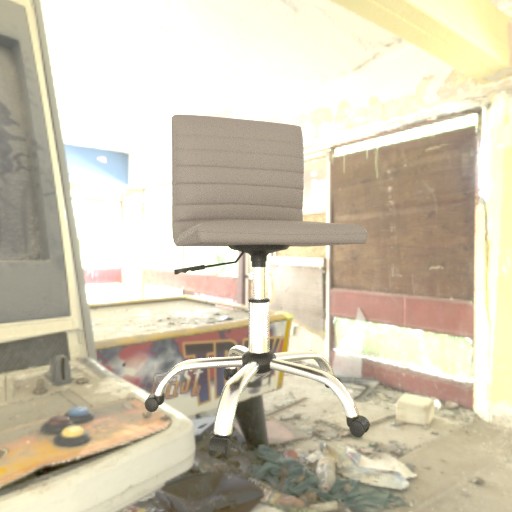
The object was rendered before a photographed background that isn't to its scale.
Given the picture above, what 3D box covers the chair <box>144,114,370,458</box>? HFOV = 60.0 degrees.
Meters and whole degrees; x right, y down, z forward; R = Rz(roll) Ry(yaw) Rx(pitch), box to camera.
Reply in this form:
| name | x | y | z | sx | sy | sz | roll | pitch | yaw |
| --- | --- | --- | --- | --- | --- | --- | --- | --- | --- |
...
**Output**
| name | x | y | z | sx | sy | sz | roll | pitch | yaw |
| --- | --- | --- | --- | --- | --- | --- | --- | --- | --- |
| chair | 0.000 | 0.000 | 1.144 | 0.556 | 0.780 | 0.530 | 0 | 1 | -19 |
